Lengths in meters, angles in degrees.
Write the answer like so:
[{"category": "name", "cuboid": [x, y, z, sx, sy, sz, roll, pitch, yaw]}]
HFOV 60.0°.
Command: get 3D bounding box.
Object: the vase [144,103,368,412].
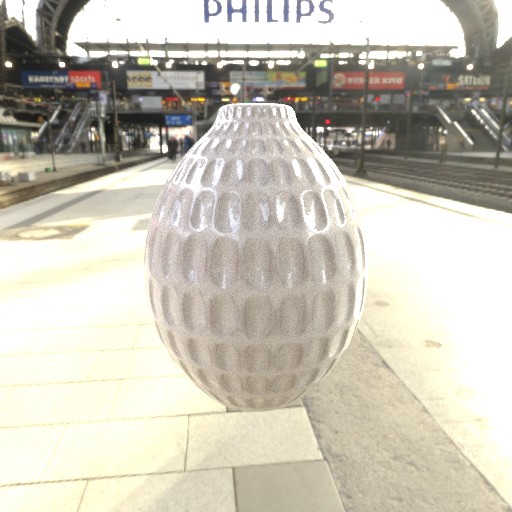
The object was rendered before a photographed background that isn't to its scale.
[{"category": "vase", "cuboid": [0.000, 0.000, 0.260, 0.128, 0.167, 0.128, 0, 15, 0]}]
